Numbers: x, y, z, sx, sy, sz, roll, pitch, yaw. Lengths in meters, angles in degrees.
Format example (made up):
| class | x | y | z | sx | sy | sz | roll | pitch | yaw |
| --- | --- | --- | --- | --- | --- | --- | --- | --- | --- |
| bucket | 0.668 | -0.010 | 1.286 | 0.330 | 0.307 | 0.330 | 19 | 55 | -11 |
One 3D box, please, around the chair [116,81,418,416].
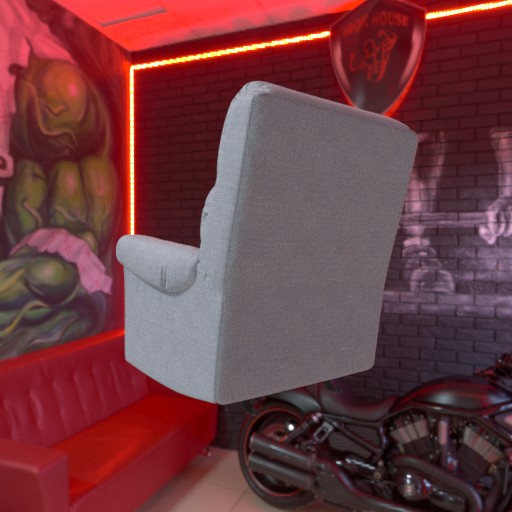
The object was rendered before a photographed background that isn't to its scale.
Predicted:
| class | x | y | z | sx | sy | sz | roll | pitch | yaw |
| --- | --- | --- | --- | --- | --- | --- | --- | --- | --- |
| chair | 0.000 | 0.000 | 1.792 | 0.838 | 1.054 | 1.014 | -1 | 1 | -36 |
